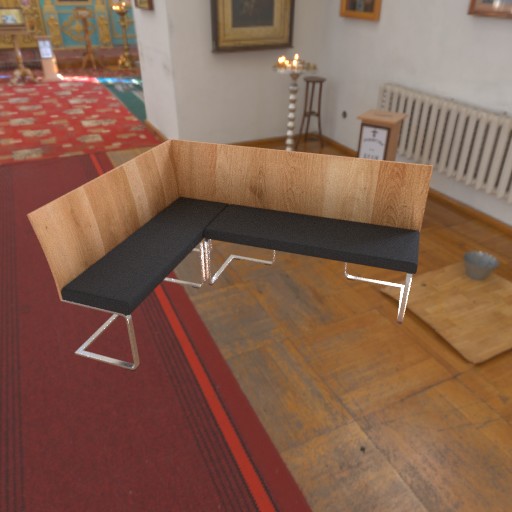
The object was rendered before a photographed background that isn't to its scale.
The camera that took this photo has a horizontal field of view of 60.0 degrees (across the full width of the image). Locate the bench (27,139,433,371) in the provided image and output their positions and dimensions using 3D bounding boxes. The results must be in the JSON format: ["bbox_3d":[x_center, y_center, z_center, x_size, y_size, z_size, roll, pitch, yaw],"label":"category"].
[{"bbox_3d":[0.000,0.000,2.815,1.945,0.930,1.495,10,32,17],"label":"bench"}]
